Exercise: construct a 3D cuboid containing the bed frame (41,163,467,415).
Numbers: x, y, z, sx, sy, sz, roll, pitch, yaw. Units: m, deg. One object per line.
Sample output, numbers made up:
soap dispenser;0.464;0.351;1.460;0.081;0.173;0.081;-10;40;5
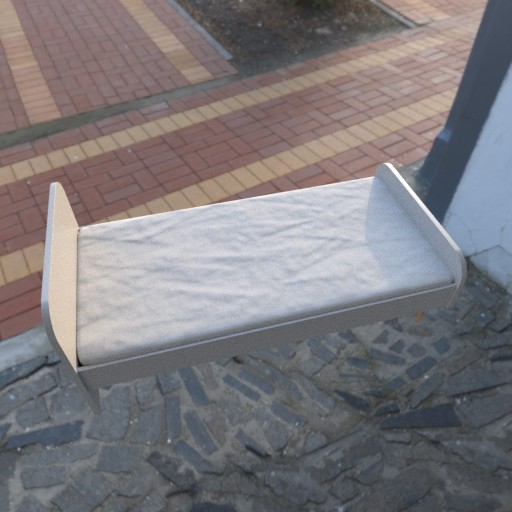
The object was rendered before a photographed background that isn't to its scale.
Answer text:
bed frame;0.000;0.000;2.467;1.963;0.805;0.998;-11;48;-10
